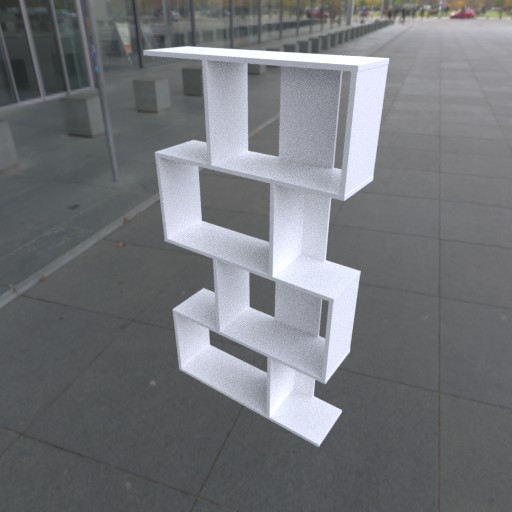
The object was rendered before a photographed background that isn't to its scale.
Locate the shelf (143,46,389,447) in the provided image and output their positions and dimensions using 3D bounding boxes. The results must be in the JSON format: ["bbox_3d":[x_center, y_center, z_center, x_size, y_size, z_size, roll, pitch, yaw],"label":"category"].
[{"bbox_3d":[0.000,0.000,1.983,0.890,1.650,0.250,19,34,30],"label":"shelf"}]
